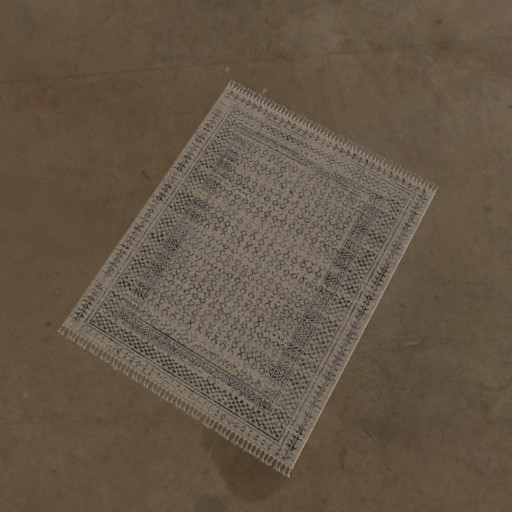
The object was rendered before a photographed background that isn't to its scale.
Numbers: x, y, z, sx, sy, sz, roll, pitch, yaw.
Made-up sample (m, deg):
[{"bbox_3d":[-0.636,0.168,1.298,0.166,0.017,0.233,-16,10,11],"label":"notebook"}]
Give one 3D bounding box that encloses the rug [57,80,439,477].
[{"bbox_3d":[0.000,0.000,4.010,2.312,0.013,2.940,30,77,7],"label":"rug"}]
